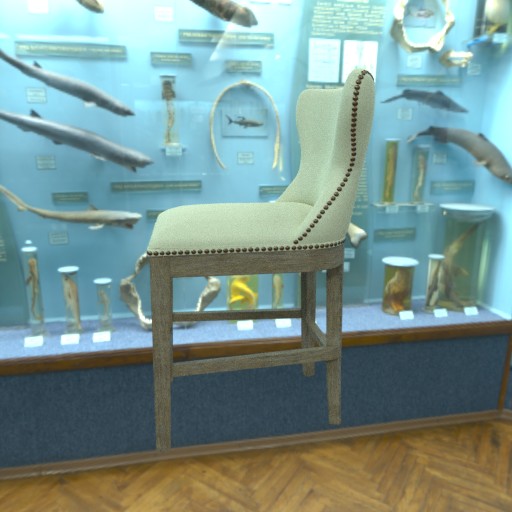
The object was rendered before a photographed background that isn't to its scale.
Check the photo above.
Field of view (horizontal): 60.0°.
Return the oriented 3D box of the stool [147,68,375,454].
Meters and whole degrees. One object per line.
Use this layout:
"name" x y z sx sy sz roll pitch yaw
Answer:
"stool" 0.000 0.000 1.310 0.608 0.981 0.498 -2 14 -9
